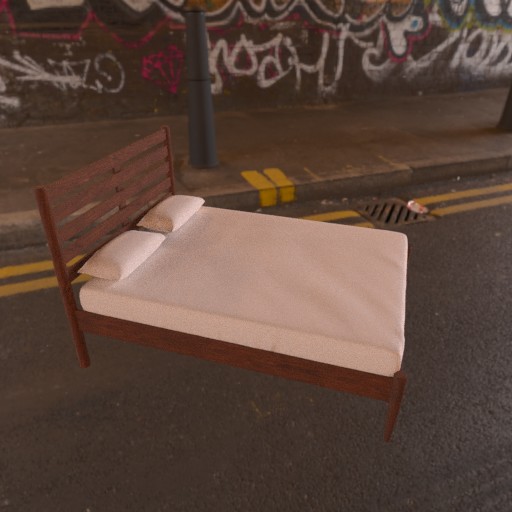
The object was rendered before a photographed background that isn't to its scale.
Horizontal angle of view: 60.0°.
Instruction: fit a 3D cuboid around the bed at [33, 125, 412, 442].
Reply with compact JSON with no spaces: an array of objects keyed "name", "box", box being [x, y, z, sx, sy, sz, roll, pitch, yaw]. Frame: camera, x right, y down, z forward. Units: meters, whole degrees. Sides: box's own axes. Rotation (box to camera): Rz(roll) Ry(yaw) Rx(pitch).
[{"name":"bed","box":[0.000,0.000,3.077,2.093,1.304,1.509,9,31,15]}]
